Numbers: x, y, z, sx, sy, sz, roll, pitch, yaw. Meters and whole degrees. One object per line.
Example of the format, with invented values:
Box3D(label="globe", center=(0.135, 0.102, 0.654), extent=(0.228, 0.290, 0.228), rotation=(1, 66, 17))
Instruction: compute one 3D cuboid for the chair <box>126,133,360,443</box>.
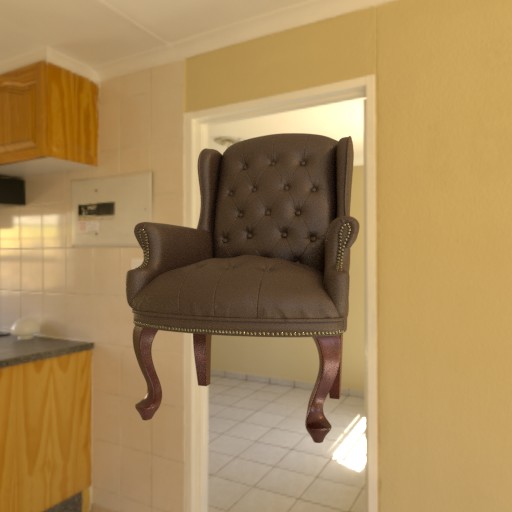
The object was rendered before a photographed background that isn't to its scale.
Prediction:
Box3D(label="chair", center=(0.000, 0.000, 1.742), extent=(0.829, 1.132, 0.819), rotation=(0, -1, 18))
